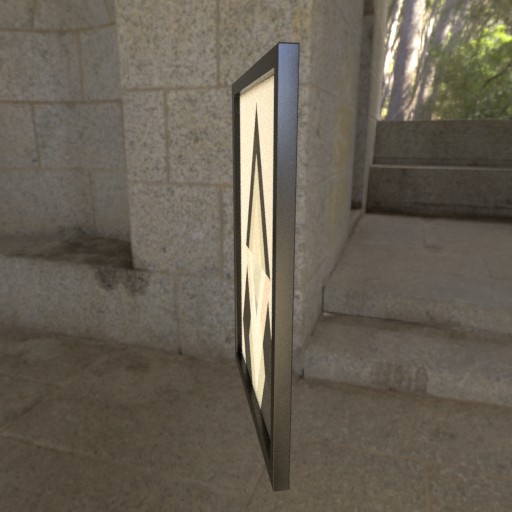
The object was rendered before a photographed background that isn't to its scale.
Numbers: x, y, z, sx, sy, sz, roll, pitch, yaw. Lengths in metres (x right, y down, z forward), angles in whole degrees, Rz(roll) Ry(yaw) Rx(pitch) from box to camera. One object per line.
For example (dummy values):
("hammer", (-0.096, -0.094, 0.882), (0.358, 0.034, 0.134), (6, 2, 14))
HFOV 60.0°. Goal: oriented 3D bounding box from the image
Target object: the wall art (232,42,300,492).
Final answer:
("wall art", (0.000, 0.000, 0.581), (0.019, 0.455, 0.314), (-3, 15, -10))
